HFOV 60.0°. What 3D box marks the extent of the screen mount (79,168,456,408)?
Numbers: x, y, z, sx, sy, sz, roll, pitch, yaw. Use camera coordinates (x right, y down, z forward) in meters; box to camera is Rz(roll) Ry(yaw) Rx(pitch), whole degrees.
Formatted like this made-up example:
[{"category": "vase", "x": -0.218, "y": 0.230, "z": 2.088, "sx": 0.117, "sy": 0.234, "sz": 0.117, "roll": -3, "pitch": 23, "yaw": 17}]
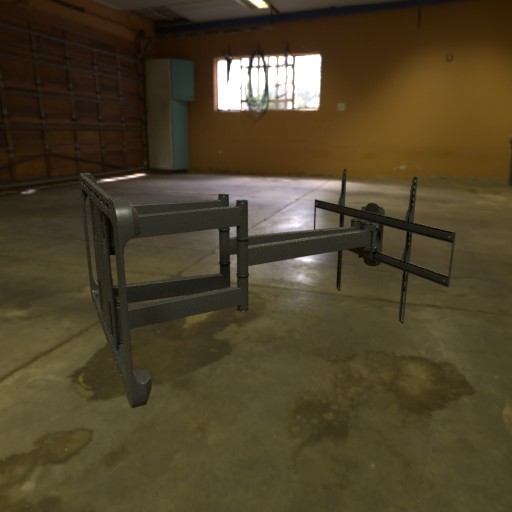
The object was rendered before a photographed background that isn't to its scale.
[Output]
[{"category": "screen mount", "x": 0.000, "y": 0.000, "z": 1.350, "sx": 0.905, "sy": 0.483, "sz": 0.725, "roll": -7, "pitch": 17, "yaw": -25}]
